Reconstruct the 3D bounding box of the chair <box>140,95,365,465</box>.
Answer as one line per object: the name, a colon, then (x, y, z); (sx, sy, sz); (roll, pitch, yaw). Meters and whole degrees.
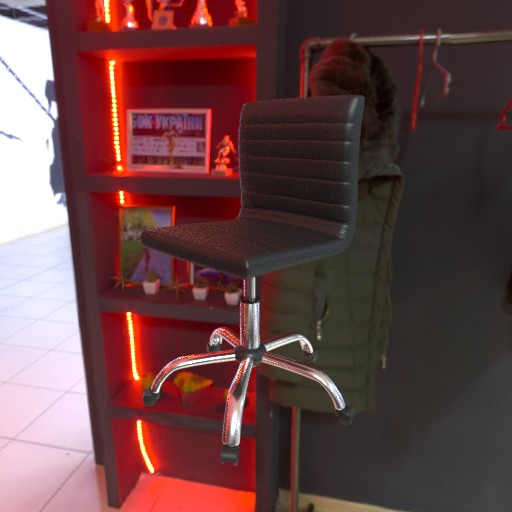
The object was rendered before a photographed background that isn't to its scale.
chair: (0.000, 0.000, 1.134); (0.530, 0.780, 0.556); (-15, 21, -43)
